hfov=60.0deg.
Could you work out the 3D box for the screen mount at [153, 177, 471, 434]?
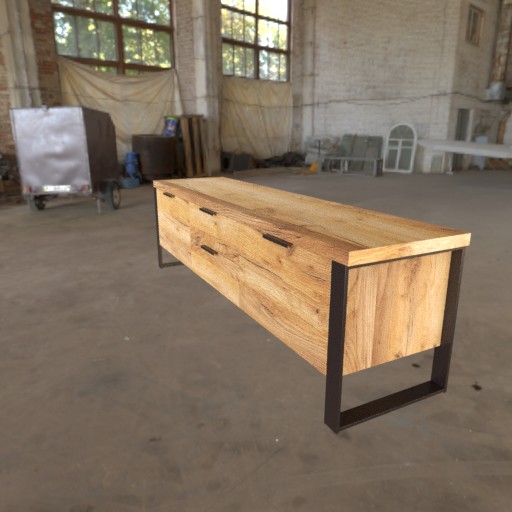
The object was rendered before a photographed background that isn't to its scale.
[{"bbox_3d":[0.000,0.000,1.712,0.395,0.450,1.524,-8,18,-27],"label":"screen mount"}]
